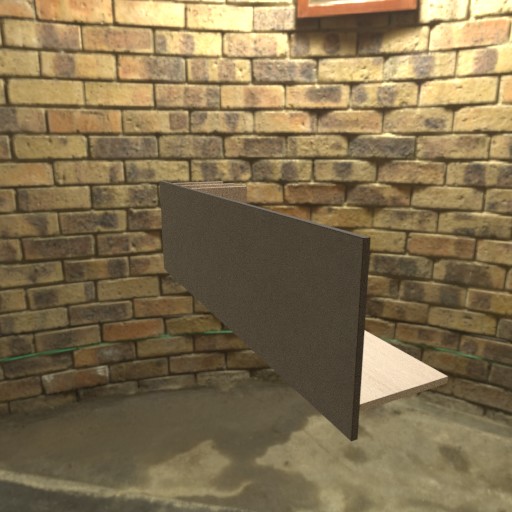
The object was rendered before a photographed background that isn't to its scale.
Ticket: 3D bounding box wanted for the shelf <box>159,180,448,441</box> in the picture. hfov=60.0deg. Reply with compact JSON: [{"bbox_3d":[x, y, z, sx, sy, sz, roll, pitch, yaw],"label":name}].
[{"bbox_3d":[0.000,0.000,1.088,0.200,0.300,1.020,-7,16,-26],"label":"shelf"}]
